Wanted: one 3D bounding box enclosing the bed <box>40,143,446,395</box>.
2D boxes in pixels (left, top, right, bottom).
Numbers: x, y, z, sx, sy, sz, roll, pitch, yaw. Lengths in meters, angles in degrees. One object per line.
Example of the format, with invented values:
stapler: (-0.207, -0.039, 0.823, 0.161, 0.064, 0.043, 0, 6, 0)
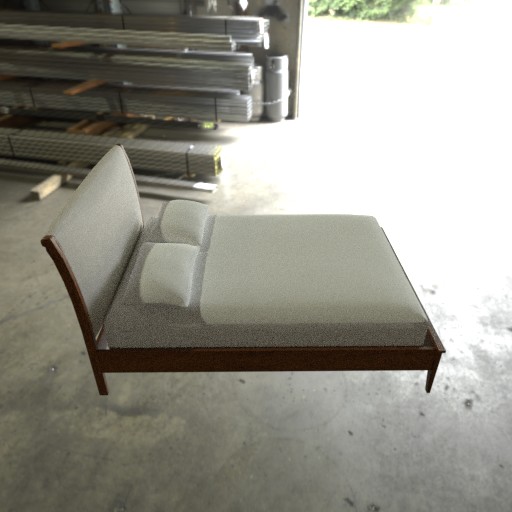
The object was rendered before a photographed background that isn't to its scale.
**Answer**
bed: (0.000, 0.000, 3.353, 2.380, 1.250, 1.612, 0, 33, 0)
